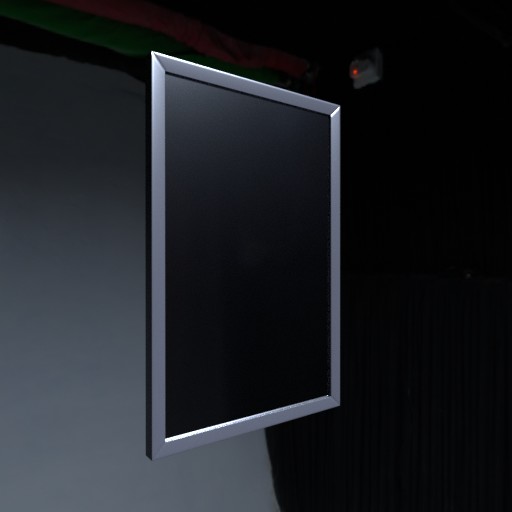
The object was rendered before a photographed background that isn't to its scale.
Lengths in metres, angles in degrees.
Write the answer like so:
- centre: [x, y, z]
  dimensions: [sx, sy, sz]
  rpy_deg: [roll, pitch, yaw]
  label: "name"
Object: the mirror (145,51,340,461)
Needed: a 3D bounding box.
- centre: [0.000, 0.000, 1.186]
  dimensions: [0.609, 0.915, 0.040]
  rpy_deg: [0, 0, -37]
  label: "mirror"
